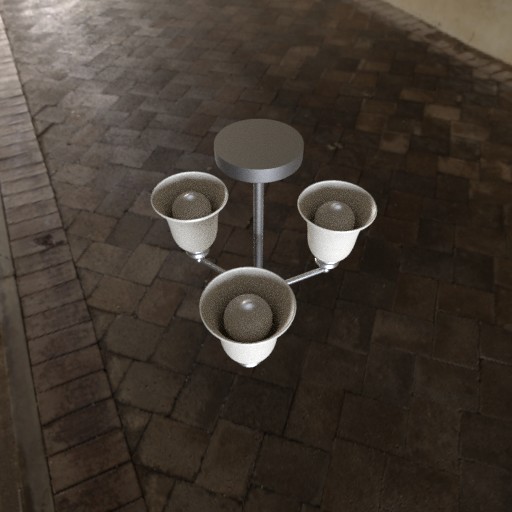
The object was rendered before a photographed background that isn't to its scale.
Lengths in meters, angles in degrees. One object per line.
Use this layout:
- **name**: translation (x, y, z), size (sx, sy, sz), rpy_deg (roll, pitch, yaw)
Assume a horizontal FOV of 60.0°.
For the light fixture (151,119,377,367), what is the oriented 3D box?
- **light fixture**: translation (0.000, 0.000, 0.705), size (0.388, 0.370, 0.354), rpy_deg (4, 48, 4)
